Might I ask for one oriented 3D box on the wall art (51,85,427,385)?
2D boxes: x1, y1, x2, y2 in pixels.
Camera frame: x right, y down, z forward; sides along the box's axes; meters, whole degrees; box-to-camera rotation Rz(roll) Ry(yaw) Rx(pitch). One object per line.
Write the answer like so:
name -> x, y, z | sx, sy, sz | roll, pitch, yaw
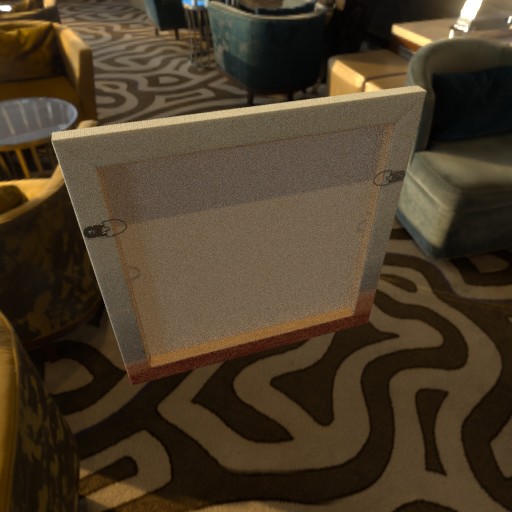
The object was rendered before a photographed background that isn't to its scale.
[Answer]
wall art -> 0.000, 0.000, 0.893 | 0.605, 0.605, 0.034 | -12, 42, -13
